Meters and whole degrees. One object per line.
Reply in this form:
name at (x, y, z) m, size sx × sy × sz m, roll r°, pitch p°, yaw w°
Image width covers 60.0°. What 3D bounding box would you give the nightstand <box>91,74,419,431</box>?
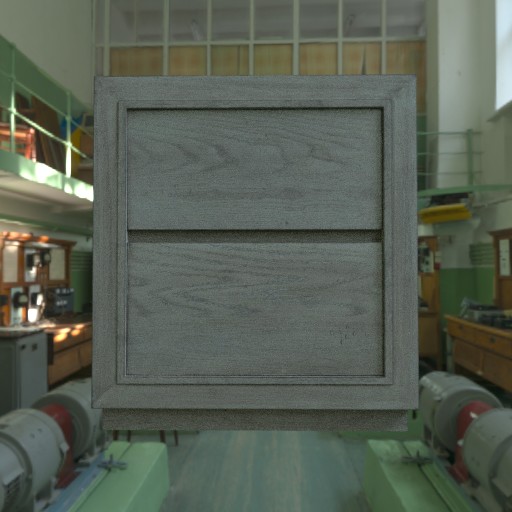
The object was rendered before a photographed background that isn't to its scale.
nightstand at (0.000, 0.000, 1.069) m, size 0.612 × 0.673 × 0.483 m, roll 0°, pitch -1°, yaw 1°
